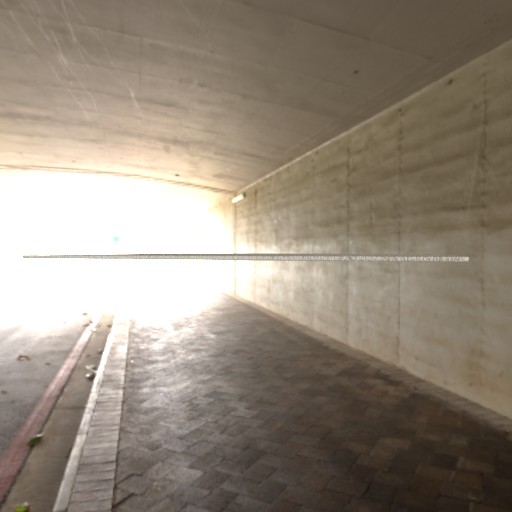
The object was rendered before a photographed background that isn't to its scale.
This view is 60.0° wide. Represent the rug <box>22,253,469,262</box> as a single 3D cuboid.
[{"bbox_3d":[0.000,0.000,3.370,2.698,0.025,1.798,0,1,17],"label":"rug"}]
